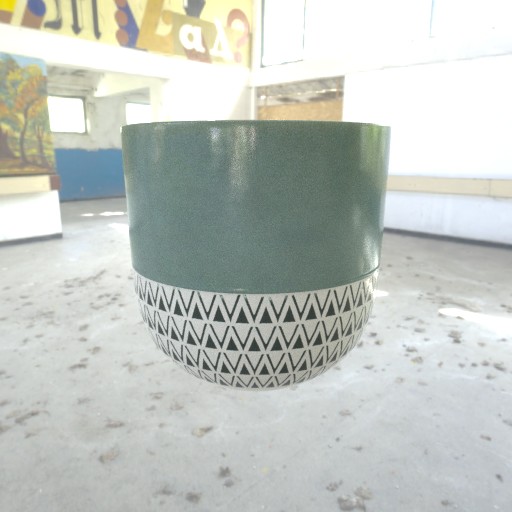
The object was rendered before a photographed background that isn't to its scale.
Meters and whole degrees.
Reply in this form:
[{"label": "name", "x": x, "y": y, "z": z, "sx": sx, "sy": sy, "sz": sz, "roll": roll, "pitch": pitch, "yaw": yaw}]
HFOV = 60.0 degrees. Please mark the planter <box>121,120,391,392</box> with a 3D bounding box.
[{"label": "planter", "x": 0.000, "y": 0.000, "z": 0.485, "sx": 0.266, "sy": 0.270, "sz": 0.266, "roll": 0, "pitch": 14, "yaw": 0}]
